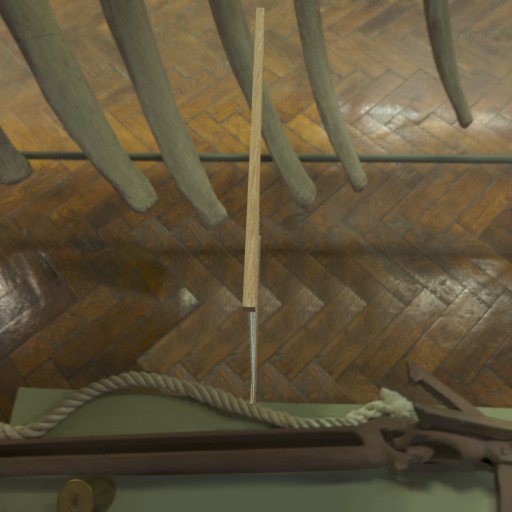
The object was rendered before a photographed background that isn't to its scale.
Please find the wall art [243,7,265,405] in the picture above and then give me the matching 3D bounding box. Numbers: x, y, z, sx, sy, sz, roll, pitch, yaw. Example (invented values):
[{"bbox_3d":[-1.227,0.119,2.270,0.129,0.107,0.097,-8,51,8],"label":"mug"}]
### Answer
[{"bbox_3d":[0.000,0.000,1.871,0.028,1.533,0.999,2,64,1],"label":"wall art"}]
